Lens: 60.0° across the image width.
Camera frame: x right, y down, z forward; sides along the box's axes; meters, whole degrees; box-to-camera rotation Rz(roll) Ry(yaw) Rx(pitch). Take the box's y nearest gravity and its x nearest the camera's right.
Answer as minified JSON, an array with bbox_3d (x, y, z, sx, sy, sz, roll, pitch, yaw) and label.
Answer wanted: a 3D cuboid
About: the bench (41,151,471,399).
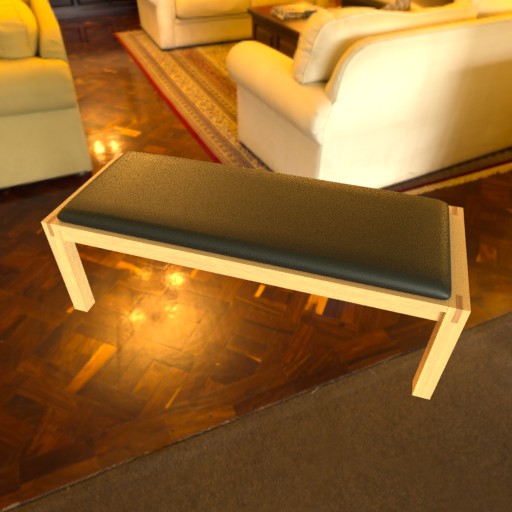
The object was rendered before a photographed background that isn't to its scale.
[{"bbox_3d":[0.000,0.000,1.452,1.202,0.430,0.450,11,42,13],"label":"bench"}]
